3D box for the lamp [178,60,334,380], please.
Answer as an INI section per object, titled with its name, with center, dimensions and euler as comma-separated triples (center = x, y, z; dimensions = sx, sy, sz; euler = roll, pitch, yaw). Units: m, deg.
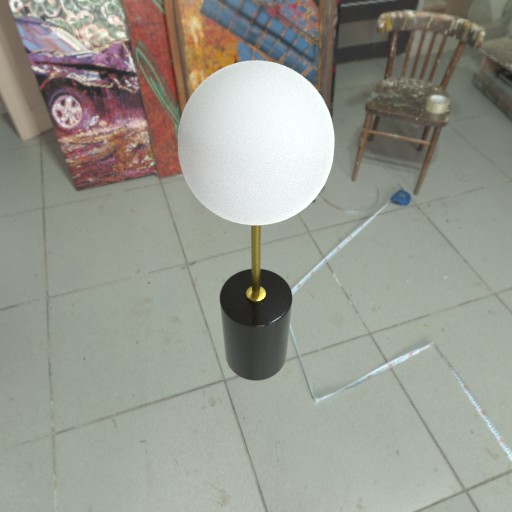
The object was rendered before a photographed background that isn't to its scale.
[lamp]
center = 0.000, 0.000, 0.559
dimensions = 0.153, 0.480, 0.153
euler = 0, 48, 0
